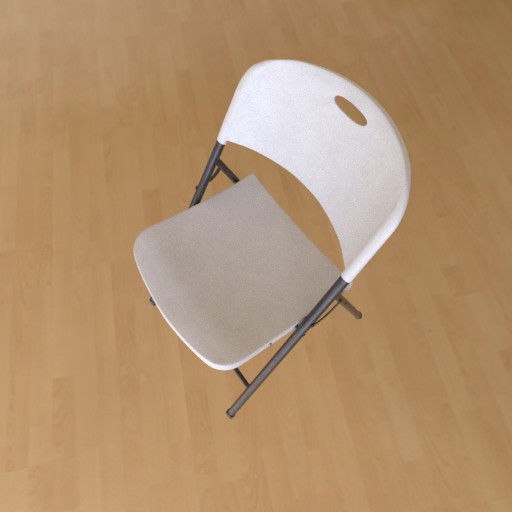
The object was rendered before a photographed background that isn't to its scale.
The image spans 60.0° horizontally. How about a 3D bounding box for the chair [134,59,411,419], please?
[{"bbox_3d":[0.000,0.000,1.170,0.566,0.810,0.494,-34,68,-15],"label":"chair"}]
